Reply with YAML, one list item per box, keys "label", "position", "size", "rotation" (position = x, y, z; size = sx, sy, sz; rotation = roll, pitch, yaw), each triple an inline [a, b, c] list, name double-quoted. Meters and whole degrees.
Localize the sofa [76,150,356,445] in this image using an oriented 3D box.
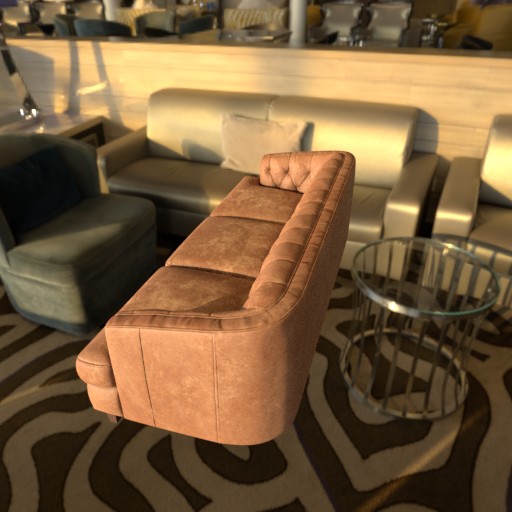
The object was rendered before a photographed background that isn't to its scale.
- label: "sofa"
  position: [0.000, 0.000, 2.675]
  size: [0.922, 0.791, 2.257]
  rotation: [9, 32, 15]
